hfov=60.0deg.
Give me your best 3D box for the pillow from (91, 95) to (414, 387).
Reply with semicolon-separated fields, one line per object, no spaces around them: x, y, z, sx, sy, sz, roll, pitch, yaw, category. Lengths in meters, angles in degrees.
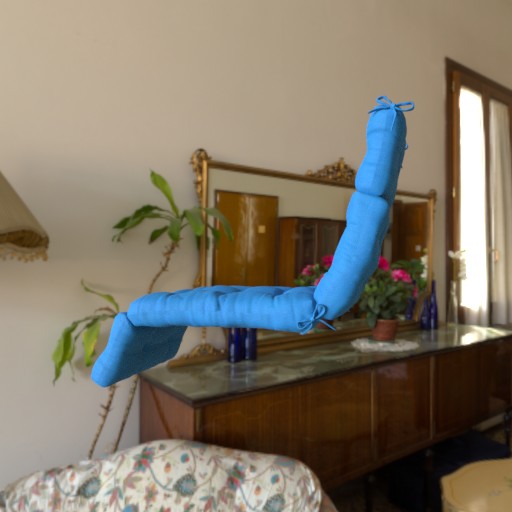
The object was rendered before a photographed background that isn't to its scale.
0.000;0.000;1.533;1.016;0.863;0.526;0;-1;17;pillow
